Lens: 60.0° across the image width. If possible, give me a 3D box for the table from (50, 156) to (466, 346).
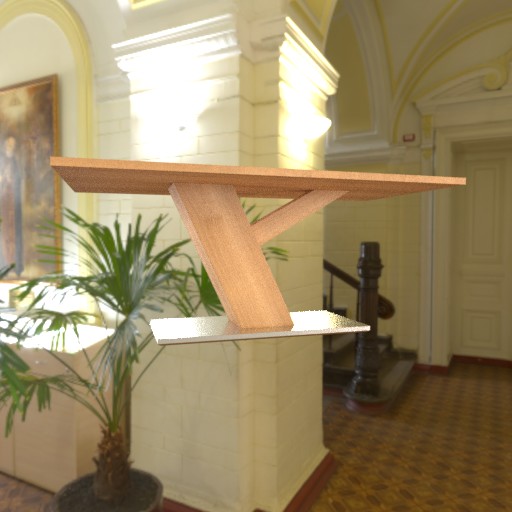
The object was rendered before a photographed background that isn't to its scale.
[{"bbox_3d":[0.000,0.000,2.272,1.800,0.750,0.900,-1,2,-17],"label":"table"}]
